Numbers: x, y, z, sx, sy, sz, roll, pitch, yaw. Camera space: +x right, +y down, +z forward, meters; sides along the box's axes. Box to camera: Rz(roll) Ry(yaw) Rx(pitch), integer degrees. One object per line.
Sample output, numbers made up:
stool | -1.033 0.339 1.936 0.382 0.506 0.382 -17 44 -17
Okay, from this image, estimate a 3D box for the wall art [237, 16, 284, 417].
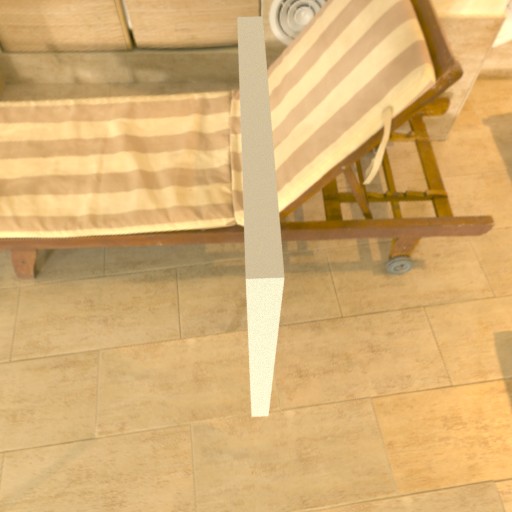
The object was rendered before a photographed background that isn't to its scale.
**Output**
wall art | 0.000 0.000 0.544 0.025 0.428 0.293 -2 59 -1
